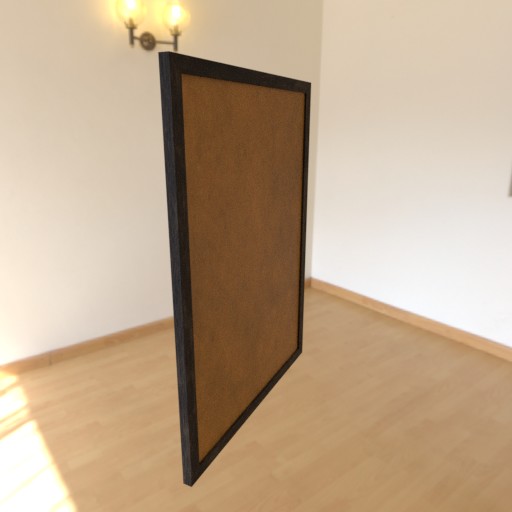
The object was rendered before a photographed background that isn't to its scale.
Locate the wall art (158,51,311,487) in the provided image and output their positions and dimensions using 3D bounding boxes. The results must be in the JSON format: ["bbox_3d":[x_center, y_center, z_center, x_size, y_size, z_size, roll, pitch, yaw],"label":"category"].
[{"bbox_3d":[0.000,0.000,1.381,0.029,1.066,0.812,8,19,26],"label":"wall art"}]
